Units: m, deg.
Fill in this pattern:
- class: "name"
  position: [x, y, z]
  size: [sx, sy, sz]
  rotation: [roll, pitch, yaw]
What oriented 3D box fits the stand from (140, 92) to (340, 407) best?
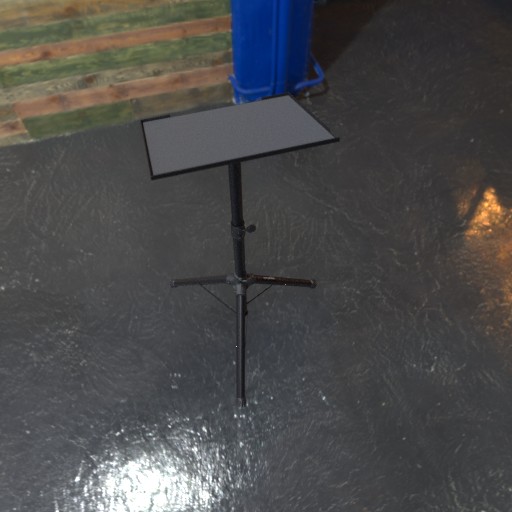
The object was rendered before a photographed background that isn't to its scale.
- class: "stand"
  position: [0.000, 0.000, 1.596]
  size: [0.702, 1.198, 0.702]
  rotation: [-14, 57, -9]
